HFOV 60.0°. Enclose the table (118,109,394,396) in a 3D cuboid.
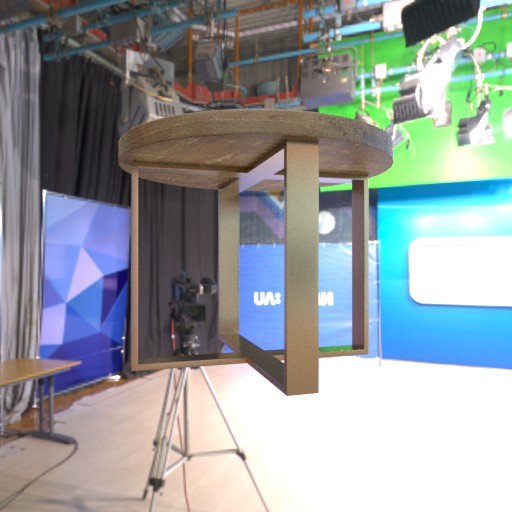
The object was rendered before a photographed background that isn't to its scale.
[{"bbox_3d":[0.000,0.000,0.939,0.557,0.437,0.557,0,0,0],"label":"table"}]
